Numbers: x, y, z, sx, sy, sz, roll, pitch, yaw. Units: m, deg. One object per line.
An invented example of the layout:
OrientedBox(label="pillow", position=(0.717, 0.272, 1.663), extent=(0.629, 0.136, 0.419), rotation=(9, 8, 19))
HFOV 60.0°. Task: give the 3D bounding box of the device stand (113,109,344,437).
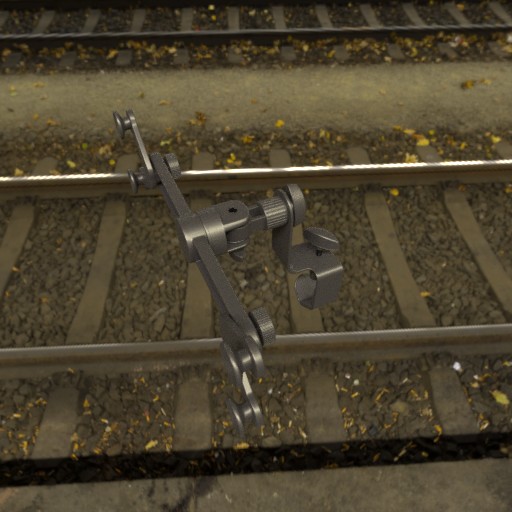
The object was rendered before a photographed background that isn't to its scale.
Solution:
OrientedBox(label="device stand", position=(0.000, 0.000, 0.363), extent=(0.142, 0.166, 0.270), rotation=(-18, 49, -17))
